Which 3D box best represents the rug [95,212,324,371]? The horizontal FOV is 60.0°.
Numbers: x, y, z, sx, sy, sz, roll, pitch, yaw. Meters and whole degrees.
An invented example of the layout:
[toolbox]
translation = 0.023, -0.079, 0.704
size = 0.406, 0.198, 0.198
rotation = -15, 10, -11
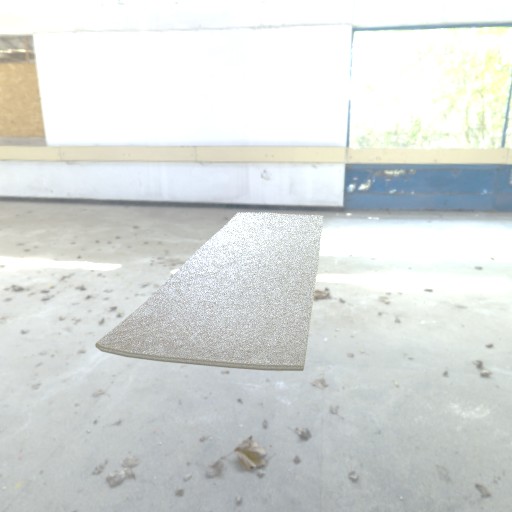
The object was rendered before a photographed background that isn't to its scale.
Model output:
[rug]
translation = 0.000, 0.000, 2.664
size = 0.752, 0.051, 2.452
rotation = 3, 18, 9
